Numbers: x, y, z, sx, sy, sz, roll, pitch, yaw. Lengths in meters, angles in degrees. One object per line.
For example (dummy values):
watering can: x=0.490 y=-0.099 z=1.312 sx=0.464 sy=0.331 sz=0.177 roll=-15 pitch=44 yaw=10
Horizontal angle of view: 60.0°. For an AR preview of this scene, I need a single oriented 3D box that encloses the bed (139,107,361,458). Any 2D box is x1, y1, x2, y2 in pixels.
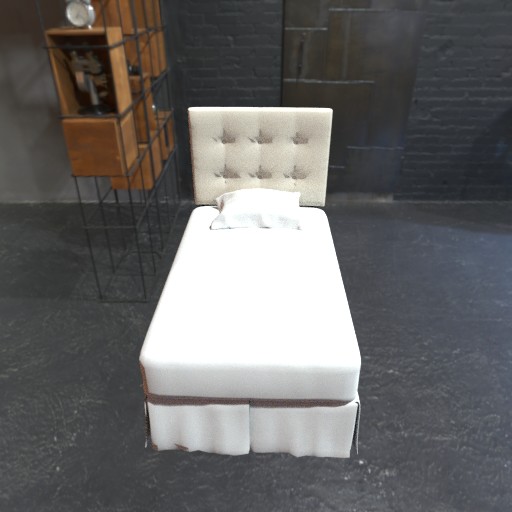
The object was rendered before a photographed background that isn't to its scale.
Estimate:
bed: x=0.000 y=0.000 z=3.053 sx=1.261 sy=1.571 sz=1.997 roll=1 pitch=31 yaw=2
